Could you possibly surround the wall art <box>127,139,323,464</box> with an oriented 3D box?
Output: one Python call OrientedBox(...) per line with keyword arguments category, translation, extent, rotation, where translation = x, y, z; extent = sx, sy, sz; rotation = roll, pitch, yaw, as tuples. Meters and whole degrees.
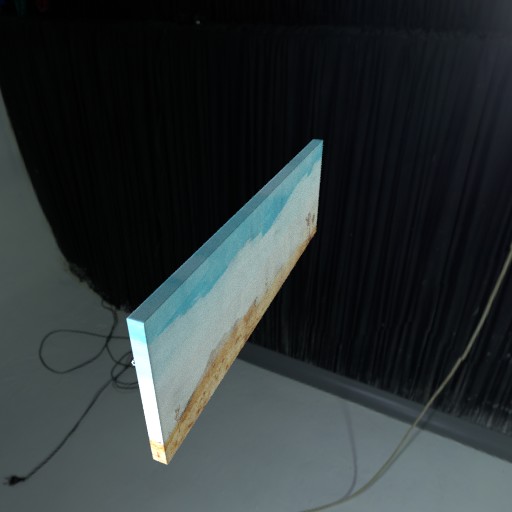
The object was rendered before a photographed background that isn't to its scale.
OrientedBox(category="wall art", translation=(0.000, 0.000, 0.858), extent=(0.044, 0.254, 0.759), rotation=(12, 33, 19))
